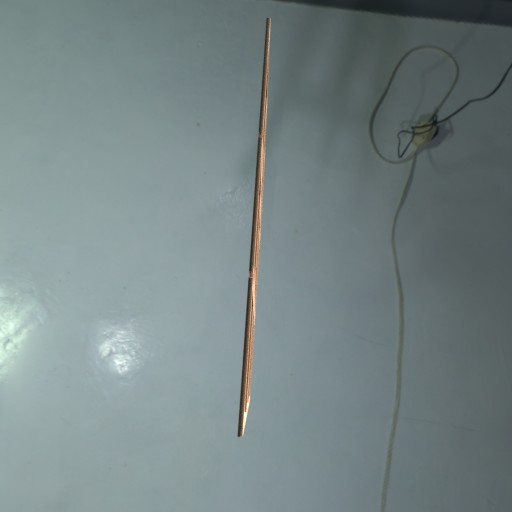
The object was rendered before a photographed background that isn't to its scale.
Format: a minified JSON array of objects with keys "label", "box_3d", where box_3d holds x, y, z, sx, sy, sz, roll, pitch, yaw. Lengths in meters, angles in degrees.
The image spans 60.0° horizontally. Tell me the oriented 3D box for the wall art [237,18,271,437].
[{"label":"wall art","box_3d":[0.000,0.000,1.814,0.013,1.218,1.216,4,76,1]}]
